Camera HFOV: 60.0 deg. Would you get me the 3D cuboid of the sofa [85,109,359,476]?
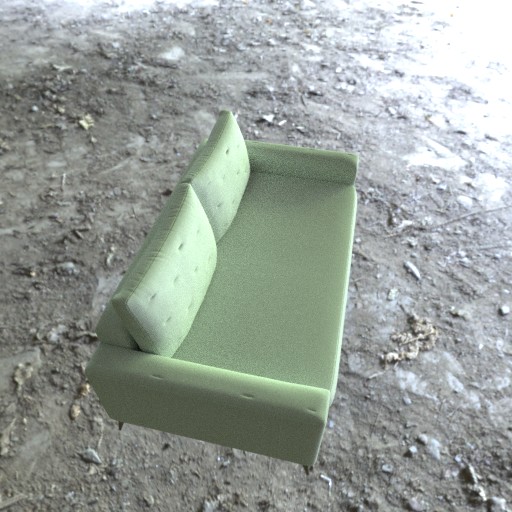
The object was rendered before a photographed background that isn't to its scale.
[{"bbox_3d":[0.000,0.000,2.167,0.920,0.790,1.650,9,47,9],"label":"sofa"}]
